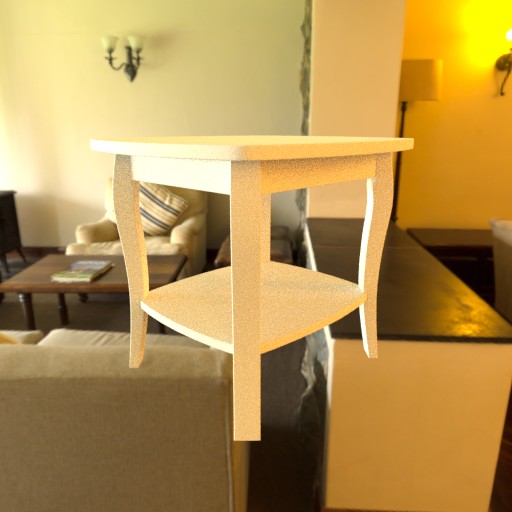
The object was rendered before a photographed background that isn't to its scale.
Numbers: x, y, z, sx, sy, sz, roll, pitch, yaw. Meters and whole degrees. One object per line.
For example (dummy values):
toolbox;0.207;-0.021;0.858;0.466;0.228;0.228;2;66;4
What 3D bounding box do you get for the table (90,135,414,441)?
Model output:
table;0.000;0.000;0.853;0.451;0.438;0.502;15;22;42
